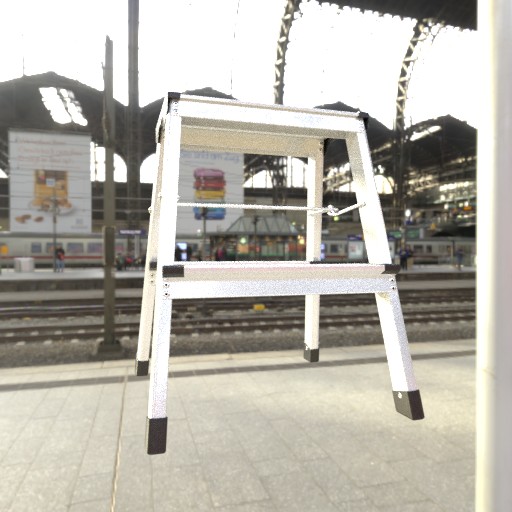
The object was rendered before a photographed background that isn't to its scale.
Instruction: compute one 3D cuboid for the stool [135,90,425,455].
[{"bbox_3d":[0.000,0.000,0.786,0.404,0.480,0.405,0,0,-17],"label":"stool"}]
